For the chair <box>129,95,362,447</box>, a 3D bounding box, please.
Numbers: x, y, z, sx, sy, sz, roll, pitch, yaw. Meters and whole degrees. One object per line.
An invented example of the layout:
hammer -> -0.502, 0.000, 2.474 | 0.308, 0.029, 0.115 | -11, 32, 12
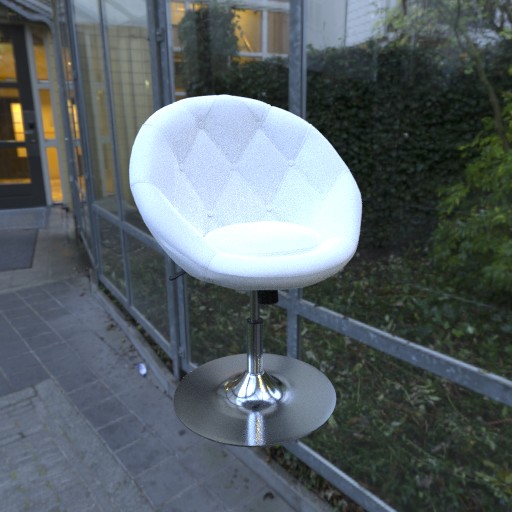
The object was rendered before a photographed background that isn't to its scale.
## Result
chair -> 0.000, 0.000, 1.790 | 0.940, 1.261, 0.736 | -8, 18, -26
